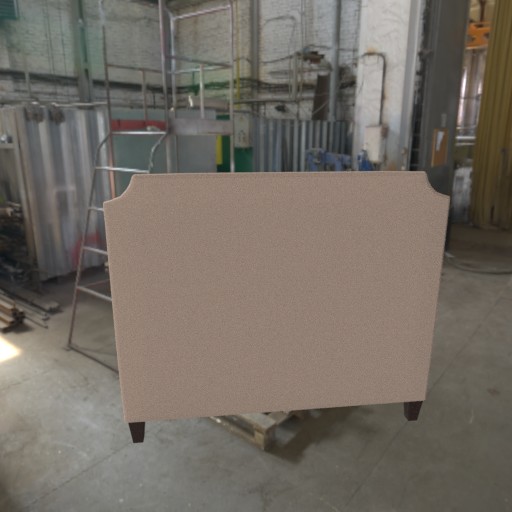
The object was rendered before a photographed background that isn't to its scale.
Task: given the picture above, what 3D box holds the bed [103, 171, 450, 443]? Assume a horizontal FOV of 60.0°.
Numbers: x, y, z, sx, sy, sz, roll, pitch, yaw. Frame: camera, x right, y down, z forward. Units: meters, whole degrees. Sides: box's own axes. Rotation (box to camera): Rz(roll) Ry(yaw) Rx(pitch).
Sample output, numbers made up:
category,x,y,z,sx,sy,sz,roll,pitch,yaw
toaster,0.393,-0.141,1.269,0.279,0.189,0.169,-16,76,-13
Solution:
category,x,y,z,sx,sy,sz,roll,pitch,yaw
bed,0.000,0.000,3.396,1.713,1.443,2.372,-2,15,-7
